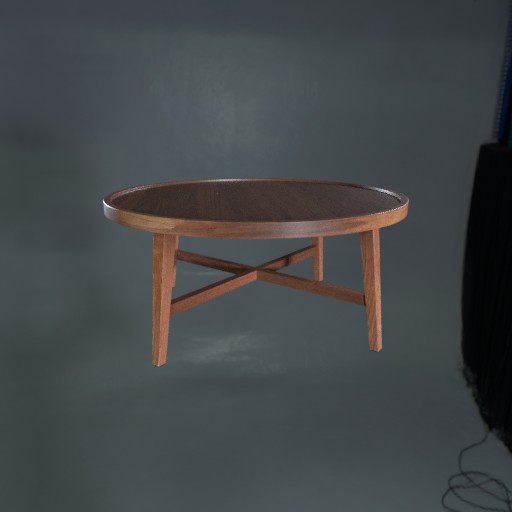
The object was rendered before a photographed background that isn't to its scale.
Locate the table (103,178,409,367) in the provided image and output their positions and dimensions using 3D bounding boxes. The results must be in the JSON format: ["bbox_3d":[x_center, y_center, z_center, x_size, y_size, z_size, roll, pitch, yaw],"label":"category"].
[{"bbox_3d":[0.000,0.000,1.273,0.800,0.360,0.800,0,16,0],"label":"table"}]
